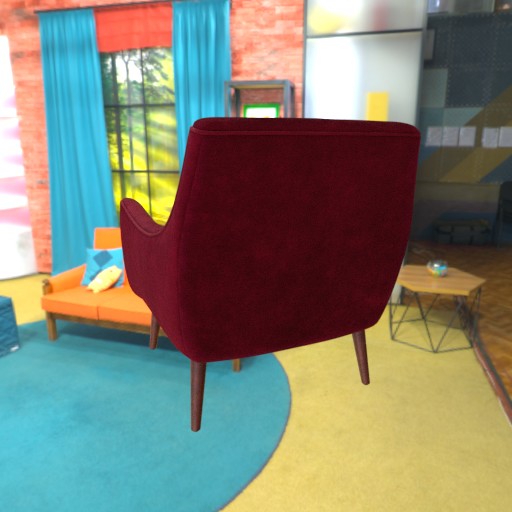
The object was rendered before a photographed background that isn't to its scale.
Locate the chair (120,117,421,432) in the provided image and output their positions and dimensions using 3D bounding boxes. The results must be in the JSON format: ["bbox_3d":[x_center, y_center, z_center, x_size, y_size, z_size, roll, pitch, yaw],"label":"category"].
[{"bbox_3d":[0.000,0.000,1.462,0.762,0.838,0.787,-6,16,-24],"label":"chair"}]
